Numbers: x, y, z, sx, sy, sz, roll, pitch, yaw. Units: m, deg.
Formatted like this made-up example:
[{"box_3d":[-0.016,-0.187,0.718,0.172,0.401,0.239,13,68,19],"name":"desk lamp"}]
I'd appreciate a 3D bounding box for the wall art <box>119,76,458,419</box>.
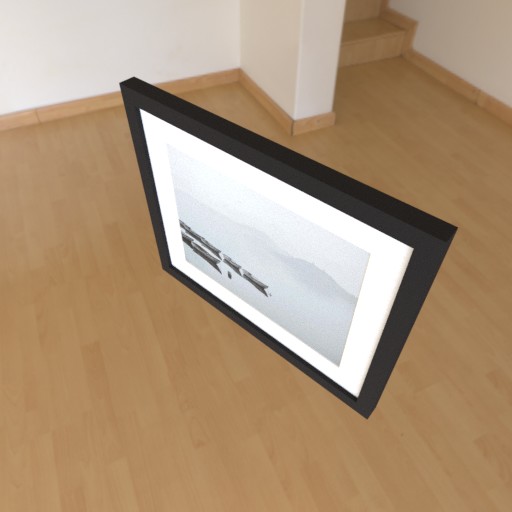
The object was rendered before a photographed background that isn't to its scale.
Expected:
[{"box_3d":[0.000,0.000,0.764,0.554,0.454,0.030,32,55,26],"name":"wall art"}]
